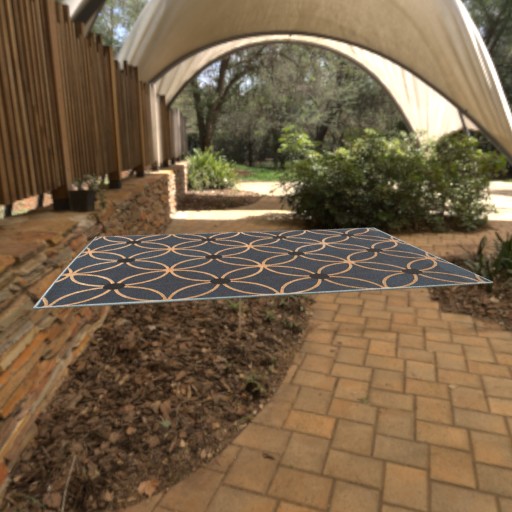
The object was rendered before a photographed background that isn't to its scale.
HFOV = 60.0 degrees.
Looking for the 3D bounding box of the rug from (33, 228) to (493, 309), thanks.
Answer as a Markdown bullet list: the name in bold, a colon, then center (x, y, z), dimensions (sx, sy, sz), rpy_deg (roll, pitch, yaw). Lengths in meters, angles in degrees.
- **rug**: center (0.000, 0.000, 2.868), dimensions (2.284, 0.008, 1.522), rpy_deg (-2, 15, -9)
